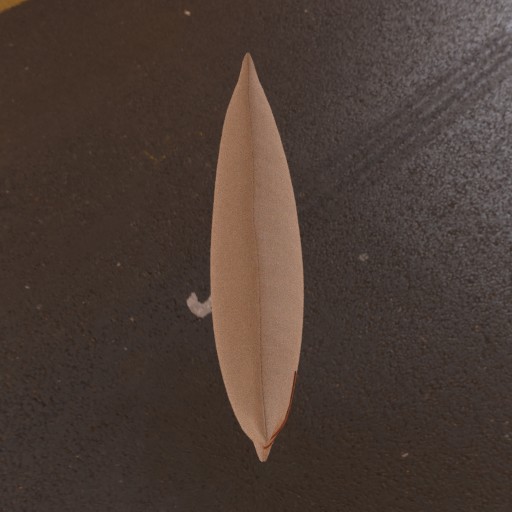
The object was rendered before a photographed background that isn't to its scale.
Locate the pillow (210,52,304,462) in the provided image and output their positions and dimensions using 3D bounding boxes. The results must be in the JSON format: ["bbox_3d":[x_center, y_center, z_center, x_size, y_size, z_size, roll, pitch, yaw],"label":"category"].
[{"bbox_3d":[0.000,0.000,0.737,0.148,0.308,0.612,-2,63,-1],"label":"pillow"}]
